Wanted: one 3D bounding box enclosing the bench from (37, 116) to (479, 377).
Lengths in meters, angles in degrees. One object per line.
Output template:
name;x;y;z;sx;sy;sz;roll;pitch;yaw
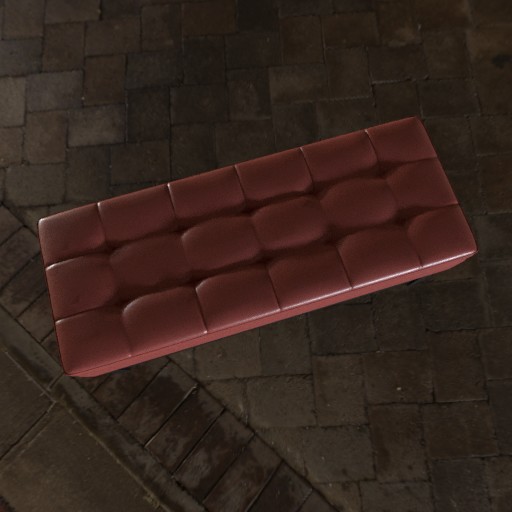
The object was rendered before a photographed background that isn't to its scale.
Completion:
bench;0.000;0.000;1.365;1.105;0.460;0.432;-16;75;-4
